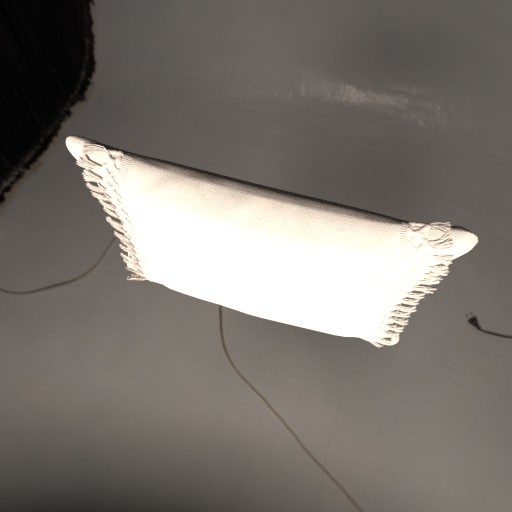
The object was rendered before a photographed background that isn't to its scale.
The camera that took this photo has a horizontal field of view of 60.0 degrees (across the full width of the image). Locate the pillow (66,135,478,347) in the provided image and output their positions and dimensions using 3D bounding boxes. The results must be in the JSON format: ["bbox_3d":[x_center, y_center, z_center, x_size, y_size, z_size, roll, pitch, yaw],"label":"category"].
[{"bbox_3d":[0.000,0.000,0.601,0.466,0.305,0.084,15,60,9],"label":"pillow"}]
